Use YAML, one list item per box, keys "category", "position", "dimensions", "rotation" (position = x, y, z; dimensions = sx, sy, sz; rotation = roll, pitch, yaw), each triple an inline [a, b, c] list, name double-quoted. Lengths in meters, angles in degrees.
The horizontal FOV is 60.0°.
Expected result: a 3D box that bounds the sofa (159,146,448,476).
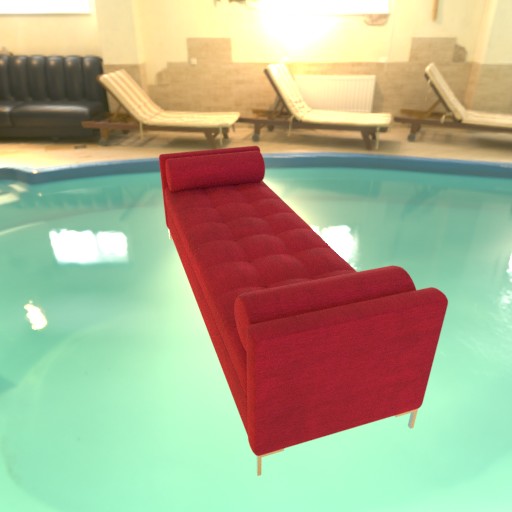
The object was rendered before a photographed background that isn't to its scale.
- category: "sofa"
  position: [0.000, 0.000, 2.320]
  dimensions: [0.686, 0.635, 1.981]
  rotation: [-9, 30, -16]
